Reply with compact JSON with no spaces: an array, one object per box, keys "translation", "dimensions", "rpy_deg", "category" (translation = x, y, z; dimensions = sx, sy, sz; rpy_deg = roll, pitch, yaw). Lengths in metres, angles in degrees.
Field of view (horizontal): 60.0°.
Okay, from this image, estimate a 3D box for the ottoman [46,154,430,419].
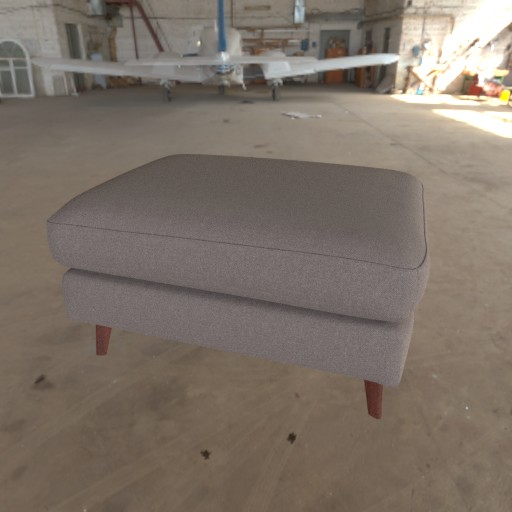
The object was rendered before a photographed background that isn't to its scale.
[{"translation":[0.000,0.000,1.159],"dimensions":[0.811,0.449,0.608],"rpy_deg":[8,26,16],"category":"ottoman"}]
